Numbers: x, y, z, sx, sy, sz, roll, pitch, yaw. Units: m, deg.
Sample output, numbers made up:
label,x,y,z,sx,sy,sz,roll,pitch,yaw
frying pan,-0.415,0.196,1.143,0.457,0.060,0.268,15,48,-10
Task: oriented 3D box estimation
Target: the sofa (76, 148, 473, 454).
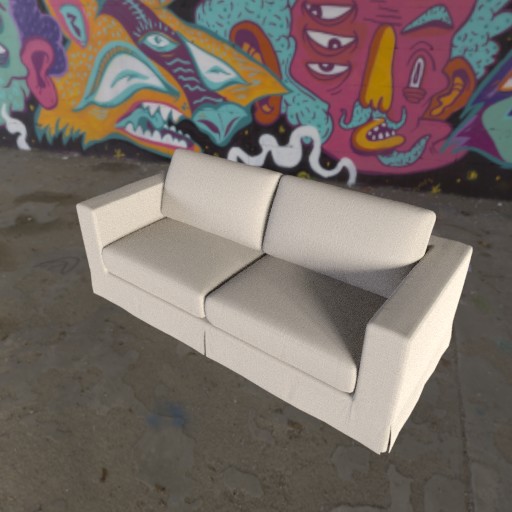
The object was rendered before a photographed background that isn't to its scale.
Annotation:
label,x,y,z,sx,sy,sz,roll,pitch,yaw
sofa,0.000,0.000,2.637,2.163,0.881,0.954,21,36,31
